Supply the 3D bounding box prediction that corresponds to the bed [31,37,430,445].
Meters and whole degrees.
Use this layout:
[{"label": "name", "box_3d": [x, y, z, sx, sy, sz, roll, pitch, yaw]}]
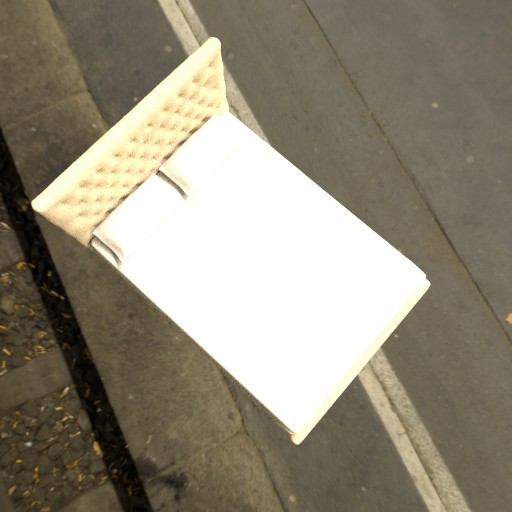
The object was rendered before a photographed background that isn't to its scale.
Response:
[{"label": "bed", "box_3d": [0.000, 0.000, 3.427, 2.387, 1.427, 1.698, 41, 80, 9]}]
